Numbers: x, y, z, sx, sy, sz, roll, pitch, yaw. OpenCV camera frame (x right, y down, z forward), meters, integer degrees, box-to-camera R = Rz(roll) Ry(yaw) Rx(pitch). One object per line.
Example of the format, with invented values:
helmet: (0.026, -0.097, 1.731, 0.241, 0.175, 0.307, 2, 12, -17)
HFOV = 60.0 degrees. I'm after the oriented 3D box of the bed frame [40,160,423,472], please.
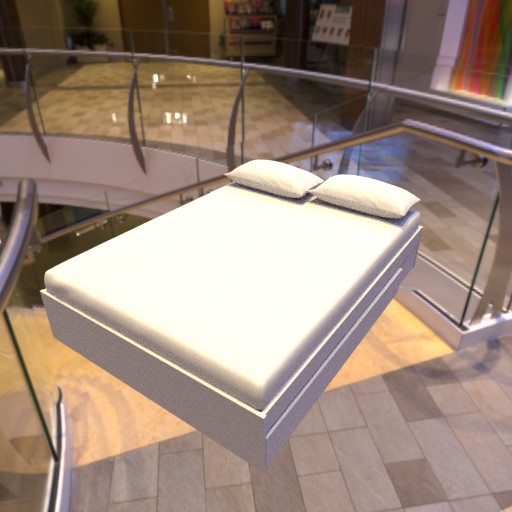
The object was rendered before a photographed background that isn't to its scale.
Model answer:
bed frame: (0.000, 0.000, 2.694, 1.450, 0.629, 1.950, 19, 35, 30)
